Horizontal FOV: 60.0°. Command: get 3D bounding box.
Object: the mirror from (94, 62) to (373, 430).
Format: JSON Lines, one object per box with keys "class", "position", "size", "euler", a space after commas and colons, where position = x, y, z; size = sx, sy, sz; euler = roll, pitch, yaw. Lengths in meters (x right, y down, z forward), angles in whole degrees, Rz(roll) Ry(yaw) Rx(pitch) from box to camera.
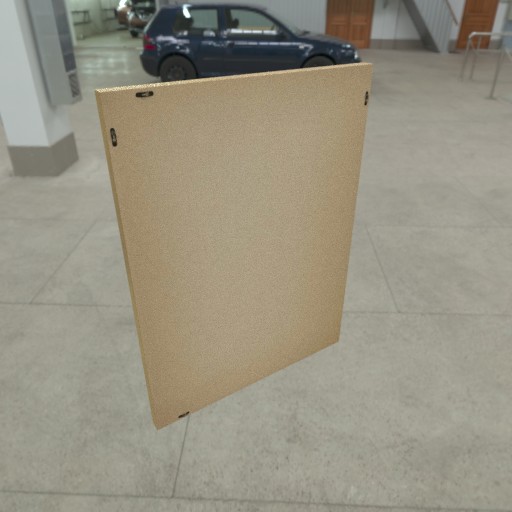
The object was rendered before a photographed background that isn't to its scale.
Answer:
{"class": "mirror", "position": [0.000, 0.000, 1.328], "size": [0.762, 1.016, 0.041], "euler": [-18, 35, -28]}
